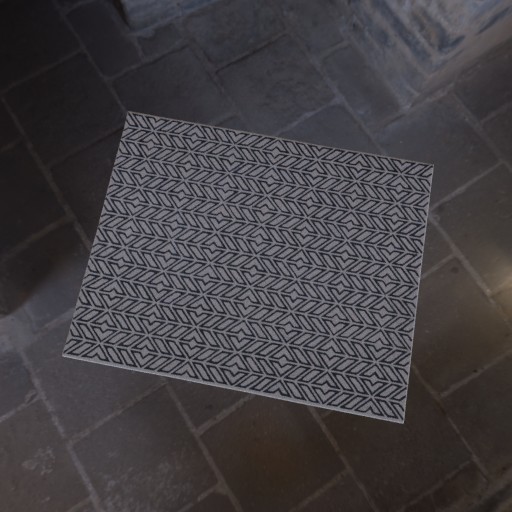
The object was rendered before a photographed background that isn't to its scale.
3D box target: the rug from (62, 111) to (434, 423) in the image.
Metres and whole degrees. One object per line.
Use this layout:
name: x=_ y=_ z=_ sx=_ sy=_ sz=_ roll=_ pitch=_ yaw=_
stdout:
rug: x=0.000 y=0.000 z=4.113 sx=3.045 sy=0.008 sz=2.421 roll=11 pitch=79 yaw=2
